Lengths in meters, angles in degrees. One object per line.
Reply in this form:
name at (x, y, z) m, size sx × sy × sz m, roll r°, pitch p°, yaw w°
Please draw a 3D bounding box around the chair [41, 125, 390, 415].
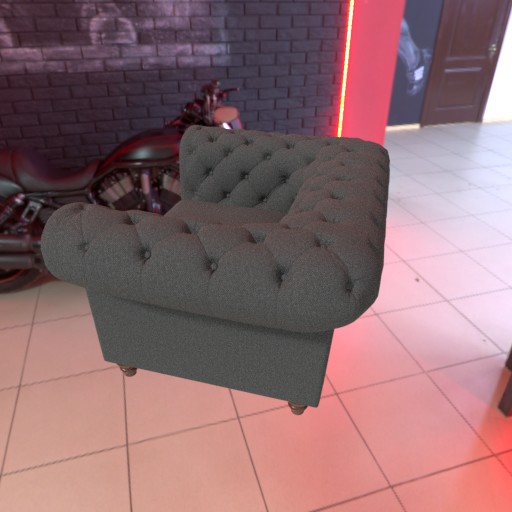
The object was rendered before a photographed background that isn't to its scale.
chair at (0.000, 0.000, 1.827) m, size 0.976 × 0.770 × 1.270 m, roll 8°, pitch 32°, yaw 14°
